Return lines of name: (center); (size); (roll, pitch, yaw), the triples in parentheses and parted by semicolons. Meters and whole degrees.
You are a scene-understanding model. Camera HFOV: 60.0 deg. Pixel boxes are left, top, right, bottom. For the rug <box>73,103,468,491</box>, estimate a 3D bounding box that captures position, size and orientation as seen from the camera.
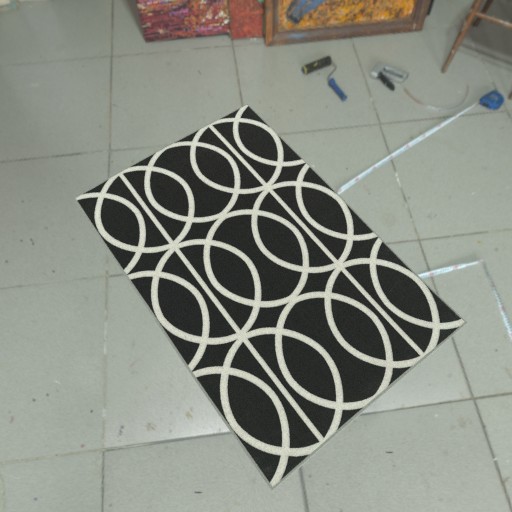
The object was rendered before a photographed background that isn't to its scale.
rug: (0.000, 0.000, 2.914); (1.526, 0.014, 2.290); (-34, 68, -16)
